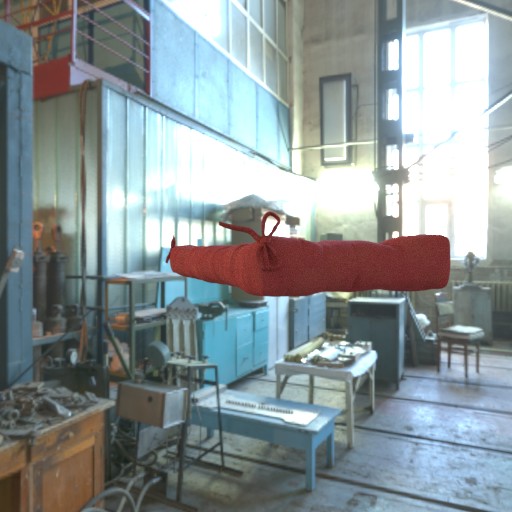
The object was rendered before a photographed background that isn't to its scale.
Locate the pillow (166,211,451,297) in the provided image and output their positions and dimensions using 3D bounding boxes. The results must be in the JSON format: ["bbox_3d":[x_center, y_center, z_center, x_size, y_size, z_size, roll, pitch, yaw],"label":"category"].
[{"bbox_3d":[0.000,0.000,1.391,0.511,0.174,1.194,0,0,-19],"label":"pillow"}]
